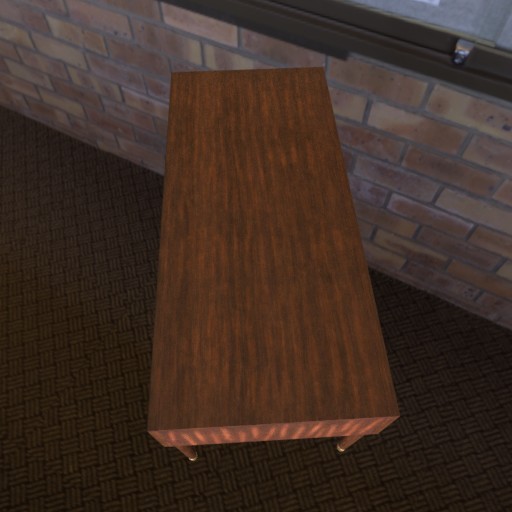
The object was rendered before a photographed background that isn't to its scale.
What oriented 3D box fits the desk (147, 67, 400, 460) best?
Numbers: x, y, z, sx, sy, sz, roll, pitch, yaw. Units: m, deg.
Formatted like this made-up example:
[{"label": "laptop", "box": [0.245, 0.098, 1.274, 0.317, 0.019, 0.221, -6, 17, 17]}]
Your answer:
[{"label": "desk", "box": [0.000, 0.000, 1.975, 0.724, 0.762, 1.575, -3, 58, -2]}]
